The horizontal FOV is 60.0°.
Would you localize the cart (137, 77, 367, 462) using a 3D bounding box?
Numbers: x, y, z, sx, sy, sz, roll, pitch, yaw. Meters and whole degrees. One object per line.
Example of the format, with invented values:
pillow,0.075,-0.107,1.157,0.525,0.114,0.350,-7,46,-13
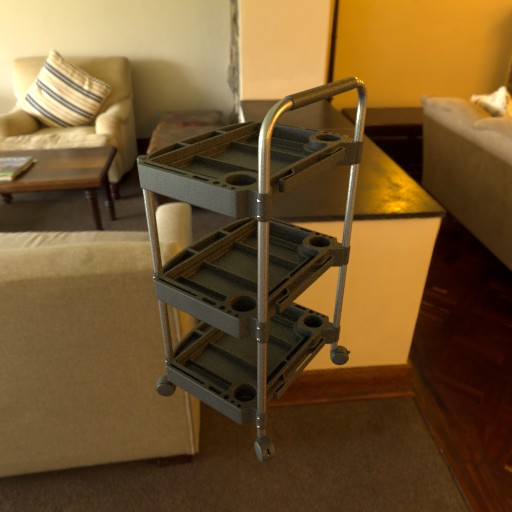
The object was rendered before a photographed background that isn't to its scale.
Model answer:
cart,0.000,0.000,1.422,0.518,1.075,0.584,20,36,30
